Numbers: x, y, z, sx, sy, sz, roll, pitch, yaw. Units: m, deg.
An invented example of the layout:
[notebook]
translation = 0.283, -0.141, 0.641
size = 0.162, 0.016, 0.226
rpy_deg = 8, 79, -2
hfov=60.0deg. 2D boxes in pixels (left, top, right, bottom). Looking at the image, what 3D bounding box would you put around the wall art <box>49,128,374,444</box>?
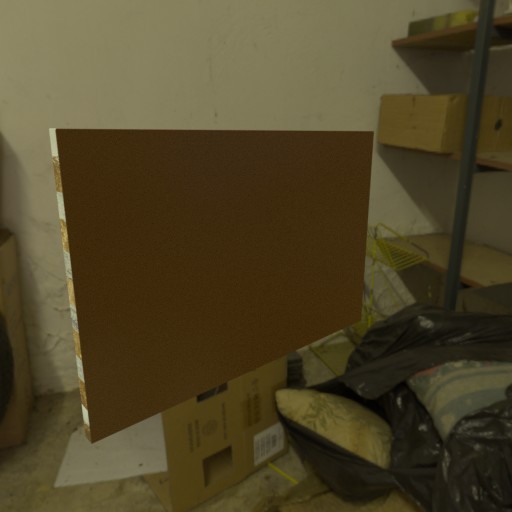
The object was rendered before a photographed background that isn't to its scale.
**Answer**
[wall art]
translation = 0.000, 0.000, 1.395
size = 1.145, 0.762, 0.041
rpy_deg = -13, 20, -40
